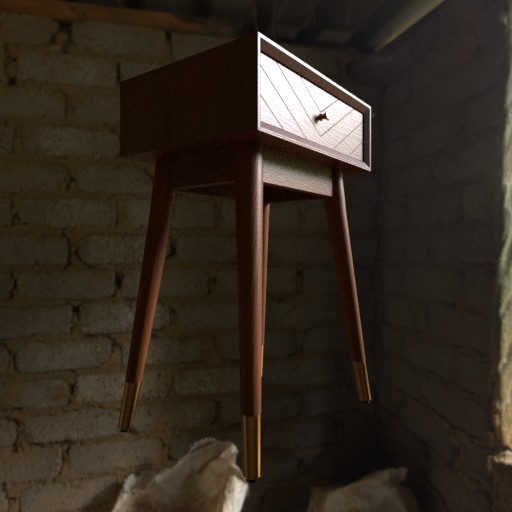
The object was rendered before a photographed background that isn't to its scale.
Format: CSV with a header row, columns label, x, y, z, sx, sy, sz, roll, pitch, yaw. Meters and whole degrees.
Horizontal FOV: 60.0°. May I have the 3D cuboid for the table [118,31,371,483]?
label,x,y,z,sx,sy,sz,roll,pitch,yaw
table,0.000,0.000,0.829,0.300,0.599,0.406,1,1,37
